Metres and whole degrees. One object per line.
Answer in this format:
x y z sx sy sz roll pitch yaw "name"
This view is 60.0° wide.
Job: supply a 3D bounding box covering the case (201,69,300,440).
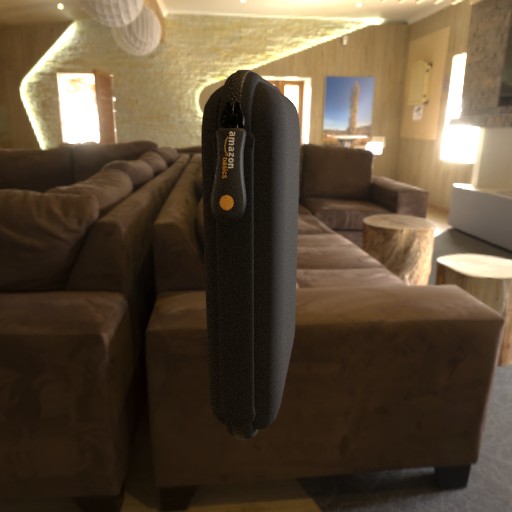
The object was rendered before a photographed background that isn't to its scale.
0.000 0.000 0.195 0.030 0.147 0.107 3 16 10 "case"
